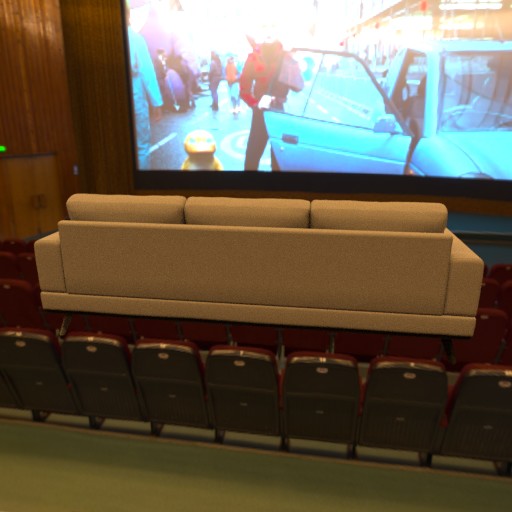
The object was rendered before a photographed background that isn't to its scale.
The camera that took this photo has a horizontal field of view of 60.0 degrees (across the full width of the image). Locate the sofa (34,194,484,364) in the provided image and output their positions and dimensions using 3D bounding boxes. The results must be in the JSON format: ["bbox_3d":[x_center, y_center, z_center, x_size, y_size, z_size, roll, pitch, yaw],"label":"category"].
[{"bbox_3d":[0.000,0.000,2.702,2.310,0.810,0.920,2,17,8],"label":"sofa"}]
